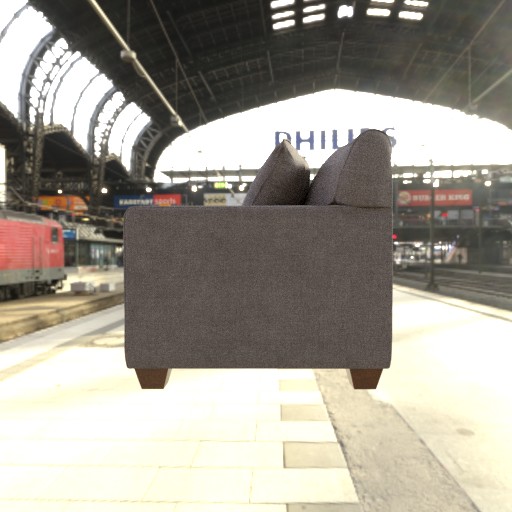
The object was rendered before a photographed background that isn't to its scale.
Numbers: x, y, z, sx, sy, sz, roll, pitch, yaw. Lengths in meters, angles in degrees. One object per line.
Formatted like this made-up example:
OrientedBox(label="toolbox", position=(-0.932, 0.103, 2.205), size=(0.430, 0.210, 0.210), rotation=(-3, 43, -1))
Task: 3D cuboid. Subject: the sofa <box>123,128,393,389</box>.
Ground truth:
OrientedBox(label="sofa", position=(0.000, 0.000, 2.546), size=(0.997, 0.958, 2.024), rotation=(0, 0, 0))
